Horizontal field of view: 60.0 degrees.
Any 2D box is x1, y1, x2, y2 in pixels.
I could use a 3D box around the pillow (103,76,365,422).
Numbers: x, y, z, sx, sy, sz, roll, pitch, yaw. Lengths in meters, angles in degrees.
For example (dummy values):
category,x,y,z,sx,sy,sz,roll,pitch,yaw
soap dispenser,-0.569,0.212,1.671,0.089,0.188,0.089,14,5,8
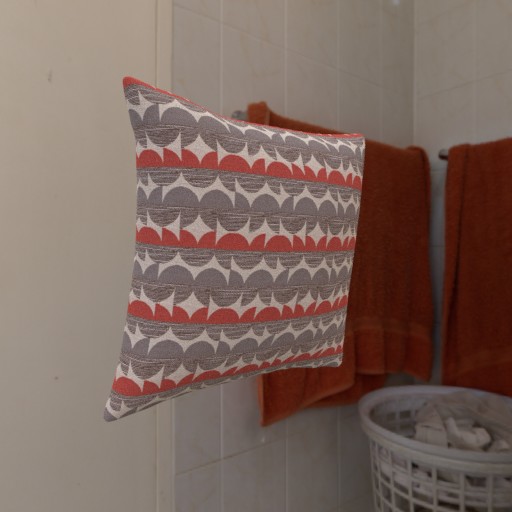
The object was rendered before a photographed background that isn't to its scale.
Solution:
category,x,y,z,sx,sy,sz,roll,pitch,yaw
pillow,0.000,0.000,0.647,0.420,0.410,0.180,0,0,-37
